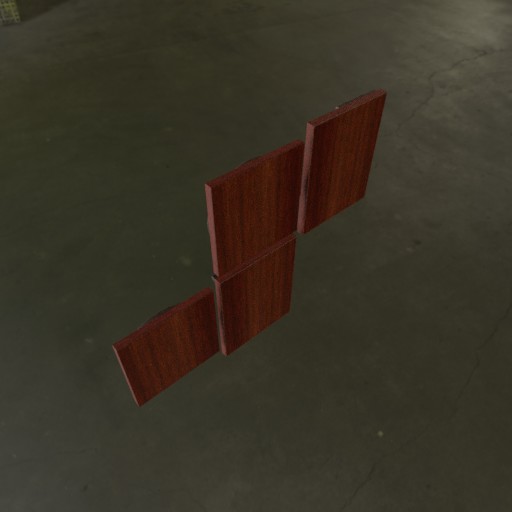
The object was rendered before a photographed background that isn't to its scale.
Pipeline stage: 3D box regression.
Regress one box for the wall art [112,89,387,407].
[{"bbox_3d":[0.000,0.000,0.885,0.635,0.497,0.030,-31,53,-27],"label":"wall art"}]
